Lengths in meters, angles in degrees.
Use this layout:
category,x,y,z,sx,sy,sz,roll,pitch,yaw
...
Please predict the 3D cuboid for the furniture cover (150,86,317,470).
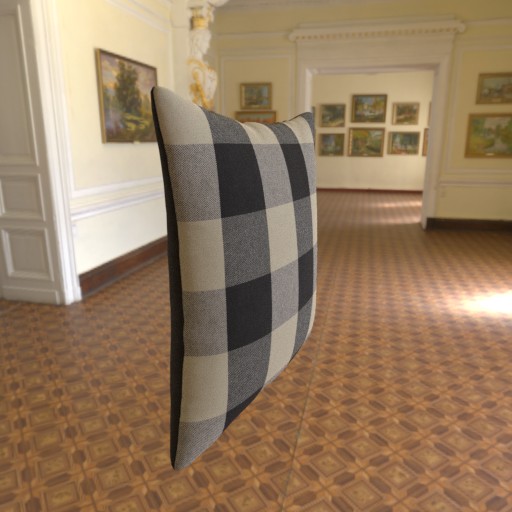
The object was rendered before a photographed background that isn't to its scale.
category,x,y,z,sx,sy,sz,roll,pitch,yaw
furniture cover,0.000,0.000,0.776,0.161,0.509,0.511,7,16,26
